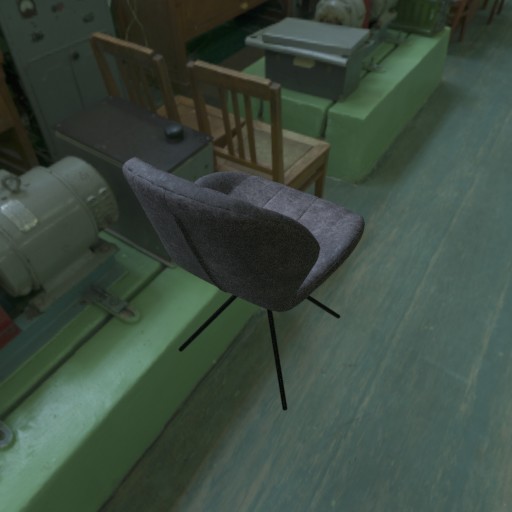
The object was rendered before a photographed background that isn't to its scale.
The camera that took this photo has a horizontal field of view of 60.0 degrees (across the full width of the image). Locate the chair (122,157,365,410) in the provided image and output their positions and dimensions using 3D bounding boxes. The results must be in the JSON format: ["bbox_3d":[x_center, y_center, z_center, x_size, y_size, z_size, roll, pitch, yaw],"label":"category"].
[{"bbox_3d":[0.000,0.000,1.315,0.527,0.934,0.640,24,51,21],"label":"chair"}]
